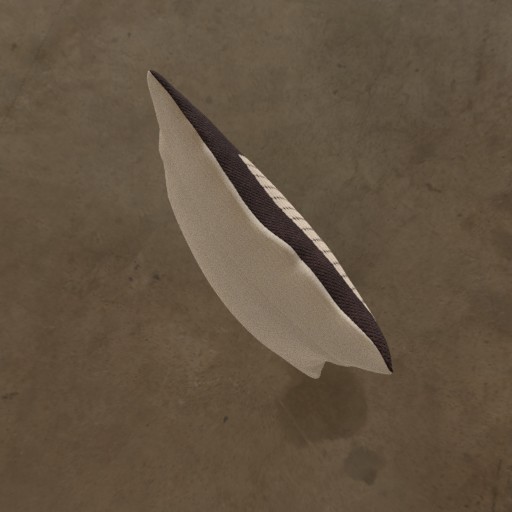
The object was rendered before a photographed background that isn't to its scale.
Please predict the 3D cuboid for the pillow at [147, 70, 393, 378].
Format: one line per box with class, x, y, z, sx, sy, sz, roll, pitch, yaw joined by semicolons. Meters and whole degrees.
pillow;0.000;0.000;0.740;0.178;0.473;0.475;-35;79;-8
